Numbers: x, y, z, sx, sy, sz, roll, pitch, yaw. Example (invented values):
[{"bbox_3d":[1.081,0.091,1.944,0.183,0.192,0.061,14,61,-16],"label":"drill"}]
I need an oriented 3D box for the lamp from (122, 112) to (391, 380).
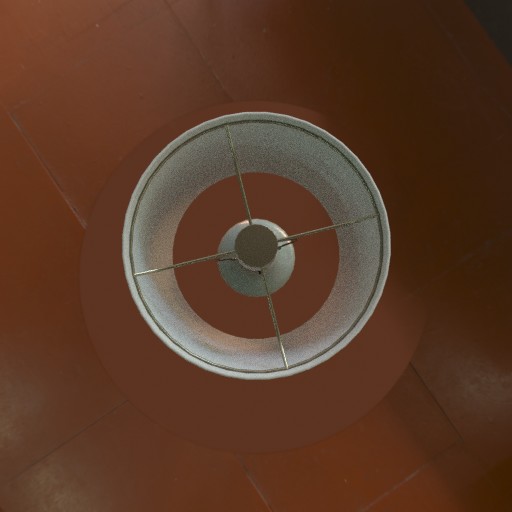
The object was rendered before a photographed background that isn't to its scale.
[{"bbox_3d":[0.000,0.000,0.600,0.220,0.475,0.220,0,88,0],"label":"lamp"}]
